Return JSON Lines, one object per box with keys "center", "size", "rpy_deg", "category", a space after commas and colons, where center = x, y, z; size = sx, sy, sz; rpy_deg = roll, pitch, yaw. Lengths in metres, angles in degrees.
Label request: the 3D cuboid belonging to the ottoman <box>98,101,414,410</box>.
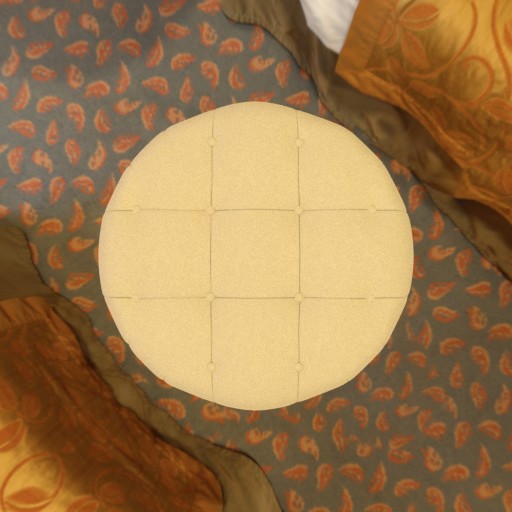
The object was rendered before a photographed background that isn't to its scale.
{"center": [0.000, 0.000, 1.418], "size": [0.901, 0.439, 0.901], "rpy_deg": [0, 88, 1], "category": "ottoman"}
